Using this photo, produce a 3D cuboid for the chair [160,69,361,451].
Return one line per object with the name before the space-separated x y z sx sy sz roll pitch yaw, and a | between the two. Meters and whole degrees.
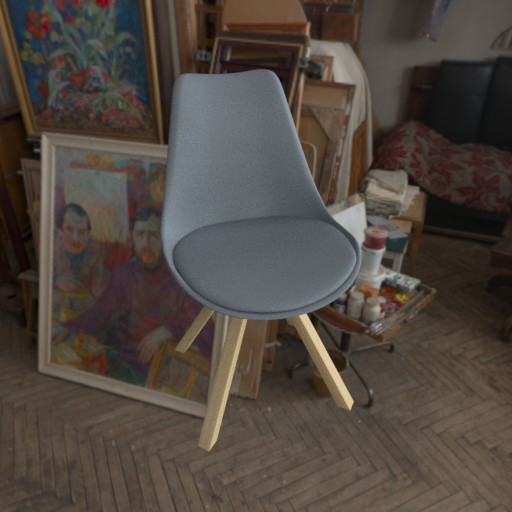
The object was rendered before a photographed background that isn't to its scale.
chair | 0.000 0.000 1.189 0.485 0.850 0.549 -10 33 -15
